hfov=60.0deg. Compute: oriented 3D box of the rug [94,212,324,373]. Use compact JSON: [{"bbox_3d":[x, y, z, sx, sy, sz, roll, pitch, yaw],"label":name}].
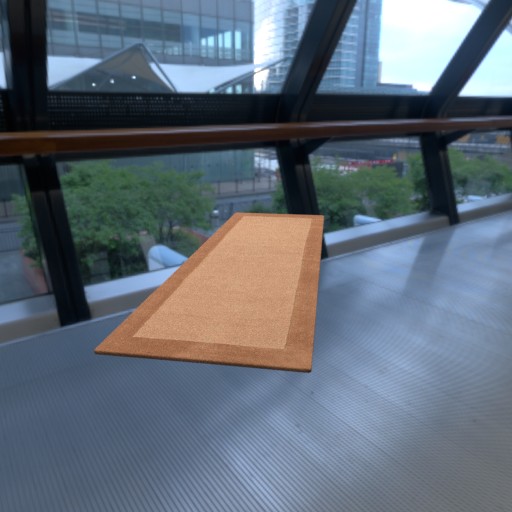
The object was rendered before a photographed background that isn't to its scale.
[{"bbox_3d":[0.000,0.000,2.644,0.764,0.017,2.439,3,17,9],"label":"rug"}]
